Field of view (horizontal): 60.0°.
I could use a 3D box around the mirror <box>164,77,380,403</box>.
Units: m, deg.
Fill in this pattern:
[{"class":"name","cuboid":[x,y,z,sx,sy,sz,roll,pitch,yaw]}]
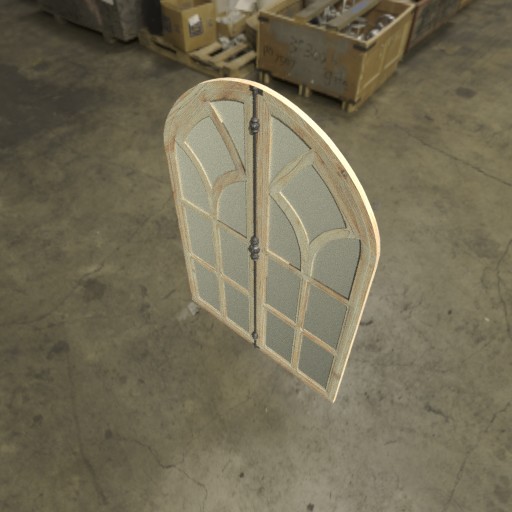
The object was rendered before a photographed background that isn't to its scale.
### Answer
[{"class":"mirror","cuboid":[0.000,0.000,1.141,0.609,0.915,0.032,32,56,25]}]
